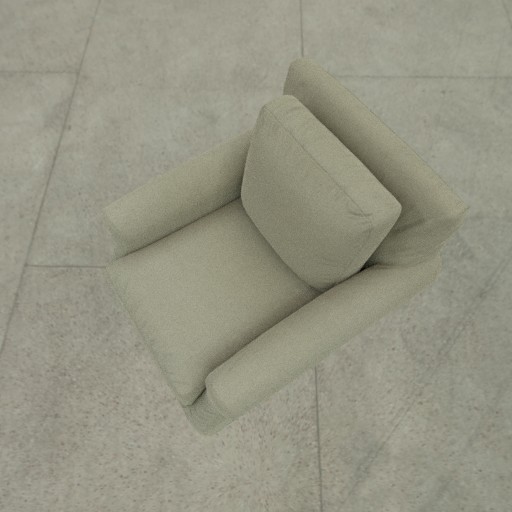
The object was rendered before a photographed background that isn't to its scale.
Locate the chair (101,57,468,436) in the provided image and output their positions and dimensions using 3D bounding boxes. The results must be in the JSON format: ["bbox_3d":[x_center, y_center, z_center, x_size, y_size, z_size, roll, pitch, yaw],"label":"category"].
[{"bbox_3d":[0.000,0.000,1.702,1.066,0.866,0.940,-31,67,-15],"label":"chair"}]
